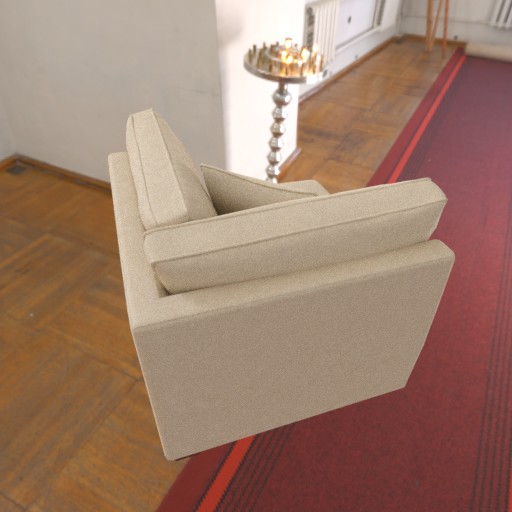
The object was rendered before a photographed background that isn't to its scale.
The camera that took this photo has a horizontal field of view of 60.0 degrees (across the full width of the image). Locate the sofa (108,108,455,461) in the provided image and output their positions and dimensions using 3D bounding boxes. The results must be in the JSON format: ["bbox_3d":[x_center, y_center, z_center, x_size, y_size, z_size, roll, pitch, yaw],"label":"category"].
[{"bbox_3d":[0.000,0.000,1.947,1.084,1.002,1.146,-12,41,-14],"label":"sofa"}]
